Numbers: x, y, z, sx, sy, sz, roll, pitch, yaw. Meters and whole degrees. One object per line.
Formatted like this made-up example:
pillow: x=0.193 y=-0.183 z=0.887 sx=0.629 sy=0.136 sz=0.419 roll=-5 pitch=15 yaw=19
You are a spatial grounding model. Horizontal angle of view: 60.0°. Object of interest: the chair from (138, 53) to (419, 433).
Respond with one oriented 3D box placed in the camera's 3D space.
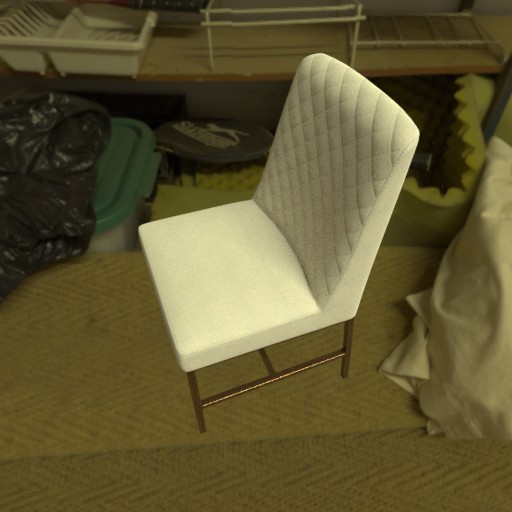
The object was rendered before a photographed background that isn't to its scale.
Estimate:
chair: x=0.000 y=0.000 z=1.277 sx=0.597 sy=0.933 sz=0.503 roll=-16 pitch=48 yaw=-15
